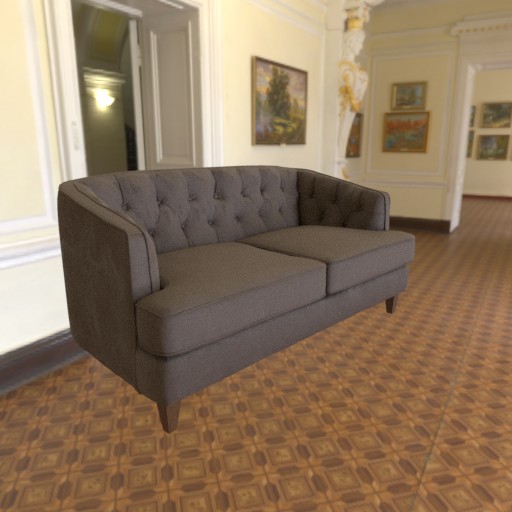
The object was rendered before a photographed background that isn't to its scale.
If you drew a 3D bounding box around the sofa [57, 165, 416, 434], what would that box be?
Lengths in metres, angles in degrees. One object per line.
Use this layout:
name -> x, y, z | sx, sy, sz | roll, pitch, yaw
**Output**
sofa -> 0.000, 0.000, 2.244 | 0.941, 0.855, 1.733 | 13, 19, 43
